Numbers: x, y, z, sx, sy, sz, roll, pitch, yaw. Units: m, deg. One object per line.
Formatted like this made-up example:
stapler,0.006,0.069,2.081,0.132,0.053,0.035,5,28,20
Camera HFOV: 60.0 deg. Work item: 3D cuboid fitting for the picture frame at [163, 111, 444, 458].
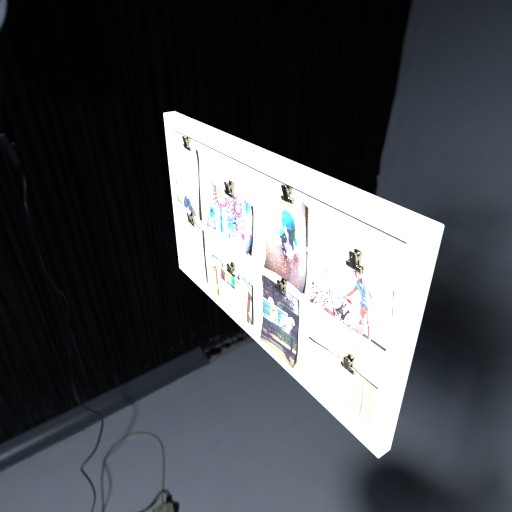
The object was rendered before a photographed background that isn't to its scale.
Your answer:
picture frame,0.000,0.000,0.788,0.044,0.379,0.647,-20,36,-30
